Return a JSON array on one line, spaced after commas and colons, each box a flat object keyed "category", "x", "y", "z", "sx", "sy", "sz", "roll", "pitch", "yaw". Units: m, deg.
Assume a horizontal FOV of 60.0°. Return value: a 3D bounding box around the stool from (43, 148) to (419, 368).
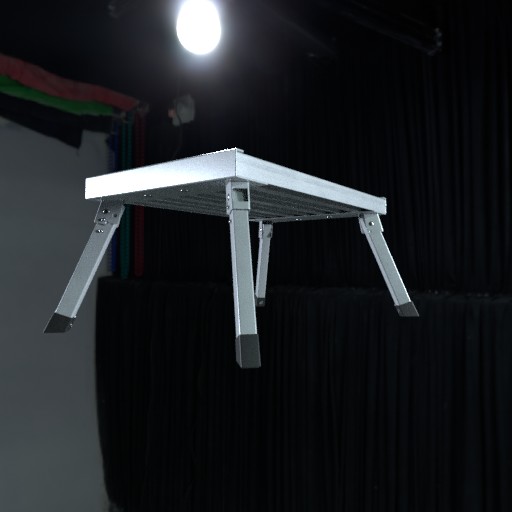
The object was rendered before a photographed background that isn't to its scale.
[{"category": "stool", "x": 0.000, "y": 0.000, "z": 0.743, "sx": 0.385, "sy": 0.225, "sz": 0.535, "roll": -1, "pitch": -1, "yaw": 36}]
